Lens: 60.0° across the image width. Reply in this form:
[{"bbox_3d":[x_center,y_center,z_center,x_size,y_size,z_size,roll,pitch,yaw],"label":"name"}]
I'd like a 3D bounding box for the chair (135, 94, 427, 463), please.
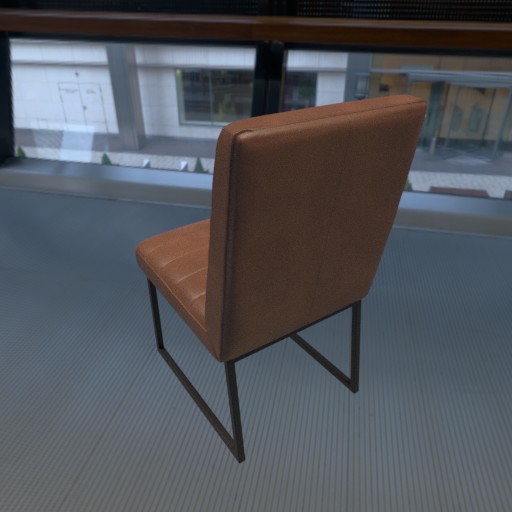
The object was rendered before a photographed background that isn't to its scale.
[{"bbox_3d":[0.000,0.000,1.286,0.520,0.930,0.634,-19,35,-29],"label":"chair"}]
